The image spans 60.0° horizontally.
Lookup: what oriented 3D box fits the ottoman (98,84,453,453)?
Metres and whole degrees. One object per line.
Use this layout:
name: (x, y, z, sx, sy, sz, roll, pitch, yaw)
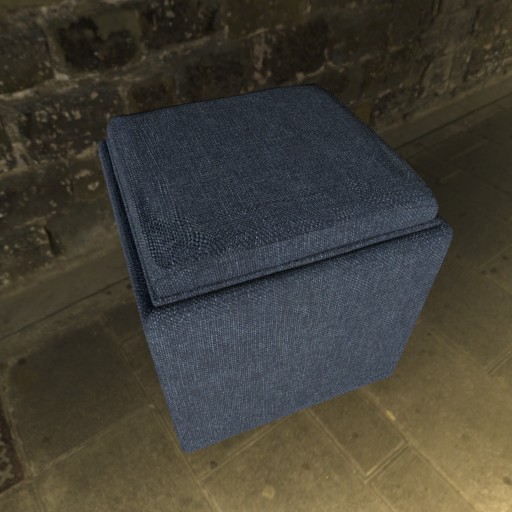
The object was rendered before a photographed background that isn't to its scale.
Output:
ottoman: (0.000, 0.000, 0.840, 0.454, 0.493, 0.436, -16, 48, -15)
